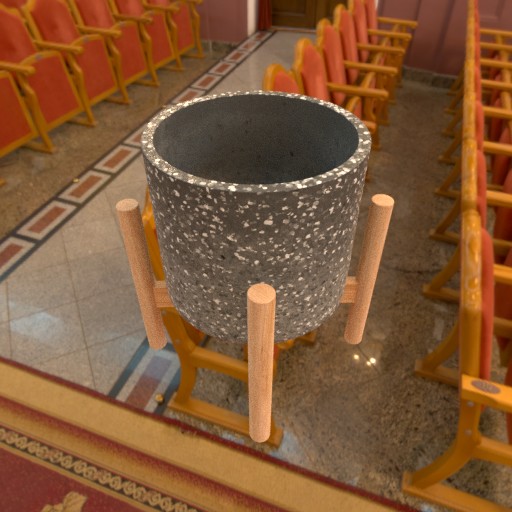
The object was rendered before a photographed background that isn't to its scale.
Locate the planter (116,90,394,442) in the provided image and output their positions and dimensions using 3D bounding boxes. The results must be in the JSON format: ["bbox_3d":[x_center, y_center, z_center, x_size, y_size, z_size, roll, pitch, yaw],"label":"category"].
[{"bbox_3d":[0.000,0.000,0.538,0.284,0.320,0.284,14,42,16],"label":"planter"}]
